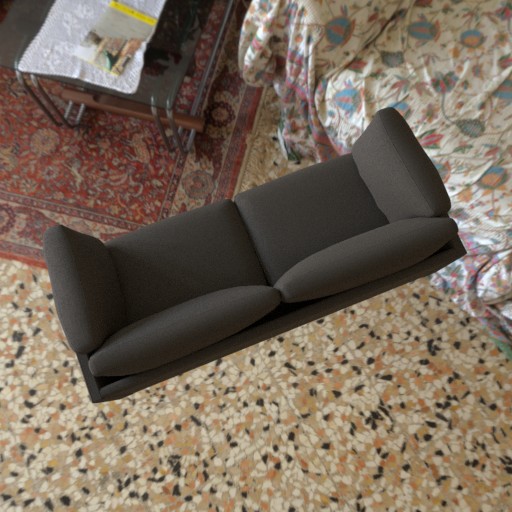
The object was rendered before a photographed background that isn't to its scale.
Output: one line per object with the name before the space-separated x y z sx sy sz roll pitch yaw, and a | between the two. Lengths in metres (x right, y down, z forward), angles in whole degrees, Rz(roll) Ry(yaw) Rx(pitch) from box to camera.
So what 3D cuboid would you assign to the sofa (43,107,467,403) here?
sofa | 0.000 0.000 2.747 2.312 0.792 0.969 -21 76 -6
